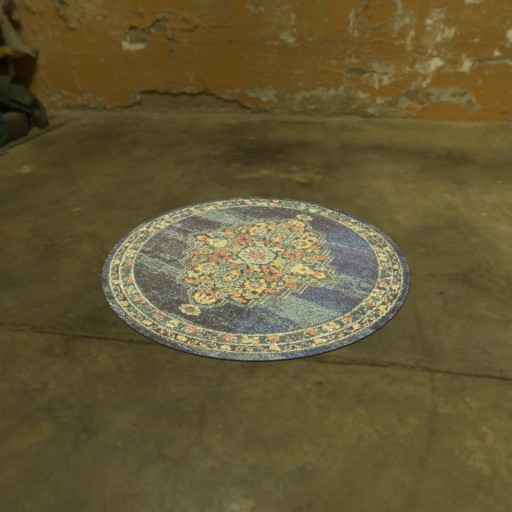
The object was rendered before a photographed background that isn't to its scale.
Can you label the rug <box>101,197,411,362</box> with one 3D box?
[{"bbox_3d":[0.000,0.000,2.379,1.591,0.010,1.591,0,30,0],"label":"rug"}]
